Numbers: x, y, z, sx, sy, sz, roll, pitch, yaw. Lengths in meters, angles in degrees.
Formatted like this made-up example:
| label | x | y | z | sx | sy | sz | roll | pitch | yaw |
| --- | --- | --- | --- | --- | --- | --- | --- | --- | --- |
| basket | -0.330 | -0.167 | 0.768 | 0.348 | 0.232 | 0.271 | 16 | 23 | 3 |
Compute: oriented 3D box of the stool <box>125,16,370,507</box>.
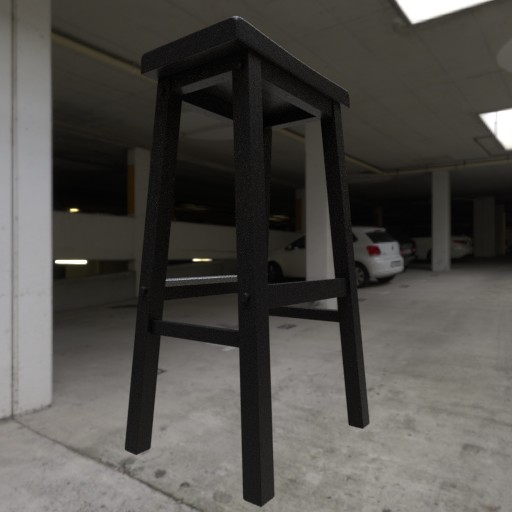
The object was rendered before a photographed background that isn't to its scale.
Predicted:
| label | x | y | z | sx | sy | sz | roll | pitch | yaw |
| --- | --- | --- | --- | --- | --- | --- | --- | --- | --- |
| stool | 0.000 | 0.000 | 0.910 | 0.322 | 0.742 | 0.406 | 0 | 0 | 37 |
